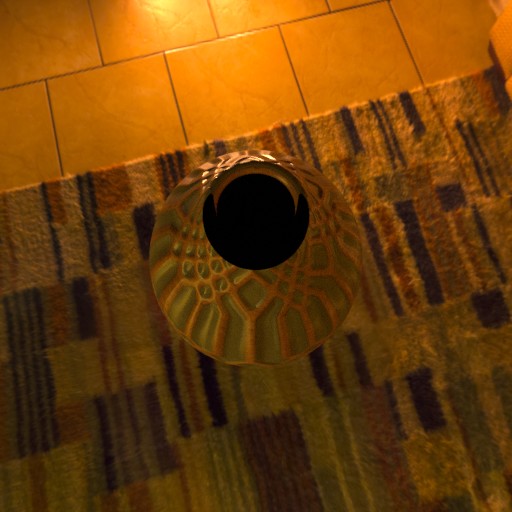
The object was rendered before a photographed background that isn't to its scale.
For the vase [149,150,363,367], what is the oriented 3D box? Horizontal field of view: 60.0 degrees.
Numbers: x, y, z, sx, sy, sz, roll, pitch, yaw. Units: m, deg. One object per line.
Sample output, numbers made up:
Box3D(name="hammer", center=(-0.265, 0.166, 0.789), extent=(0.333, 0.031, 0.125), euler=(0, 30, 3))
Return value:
Box3D(name="vase", center=(0.000, 0.000, 0.142), extent=(0.069, 0.088, 0.069), euler=(0, 76, 0))
